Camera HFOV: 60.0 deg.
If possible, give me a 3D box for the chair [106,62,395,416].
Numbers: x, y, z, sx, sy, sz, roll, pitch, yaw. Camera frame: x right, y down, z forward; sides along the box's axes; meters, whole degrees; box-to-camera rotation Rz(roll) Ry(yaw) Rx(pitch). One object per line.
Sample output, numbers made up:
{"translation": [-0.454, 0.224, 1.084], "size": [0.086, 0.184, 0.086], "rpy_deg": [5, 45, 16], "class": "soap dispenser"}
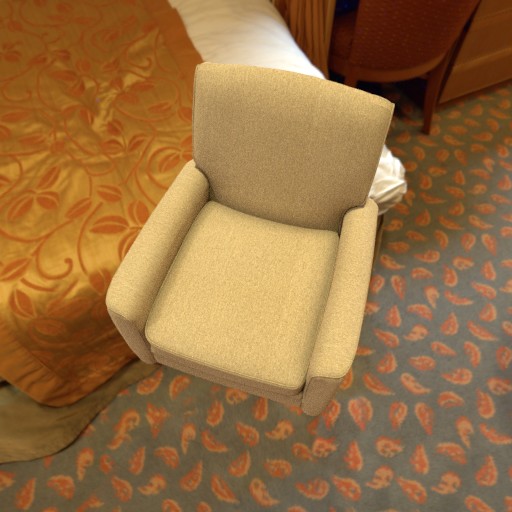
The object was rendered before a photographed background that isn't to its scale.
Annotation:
{"translation": [0.000, 0.000, 1.653], "size": [0.848, 1.014, 0.864], "rpy_deg": [15, 59, 9], "class": "chair"}
